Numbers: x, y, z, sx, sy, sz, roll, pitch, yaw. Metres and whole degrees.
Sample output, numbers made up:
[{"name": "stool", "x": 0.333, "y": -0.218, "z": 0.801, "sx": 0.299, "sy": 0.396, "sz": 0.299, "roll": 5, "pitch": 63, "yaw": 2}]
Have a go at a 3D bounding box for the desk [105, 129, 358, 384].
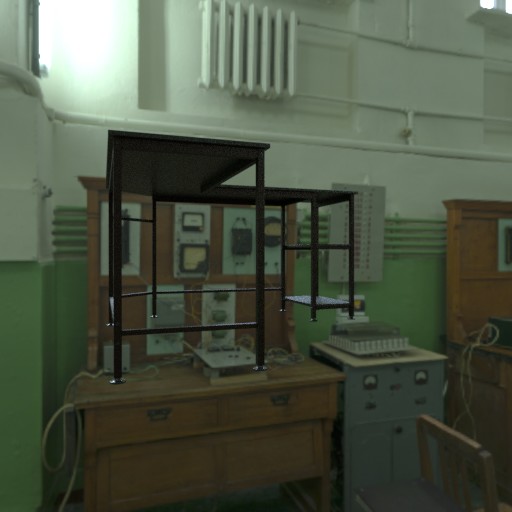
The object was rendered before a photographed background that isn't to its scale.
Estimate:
[{"name": "desk", "x": 0.000, "y": 0.000, "z": 2.156, "sx": 1.379, "sy": 0.739, "sz": 1.379, "roll": 0, "pitch": 0, "yaw": -19}]
